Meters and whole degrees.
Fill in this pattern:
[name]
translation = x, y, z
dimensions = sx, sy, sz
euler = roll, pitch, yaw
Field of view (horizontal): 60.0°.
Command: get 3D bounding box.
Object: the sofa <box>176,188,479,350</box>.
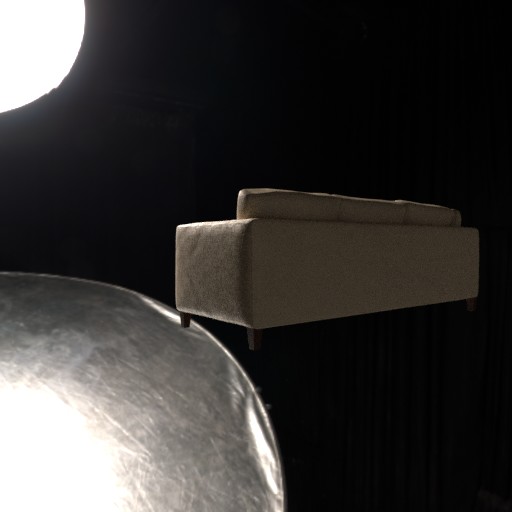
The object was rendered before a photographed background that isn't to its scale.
[sofa]
translation = 0.000, 0.000, 4.496
dimensions = 2.593, 0.947, 3.302
euler = -1, 2, -37
